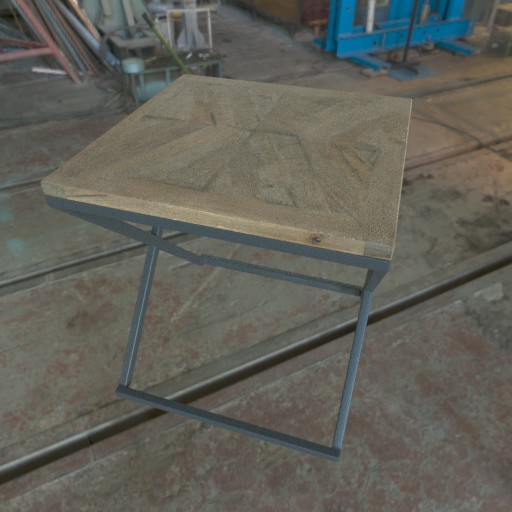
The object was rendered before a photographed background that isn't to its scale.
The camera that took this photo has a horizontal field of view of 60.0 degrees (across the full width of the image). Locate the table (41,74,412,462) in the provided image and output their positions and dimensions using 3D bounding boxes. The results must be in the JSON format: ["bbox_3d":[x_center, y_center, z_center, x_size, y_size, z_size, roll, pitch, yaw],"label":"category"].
[{"bbox_3d":[0.000,0.000,0.936,0.499,0.550,0.498,11,41,13],"label":"table"}]
